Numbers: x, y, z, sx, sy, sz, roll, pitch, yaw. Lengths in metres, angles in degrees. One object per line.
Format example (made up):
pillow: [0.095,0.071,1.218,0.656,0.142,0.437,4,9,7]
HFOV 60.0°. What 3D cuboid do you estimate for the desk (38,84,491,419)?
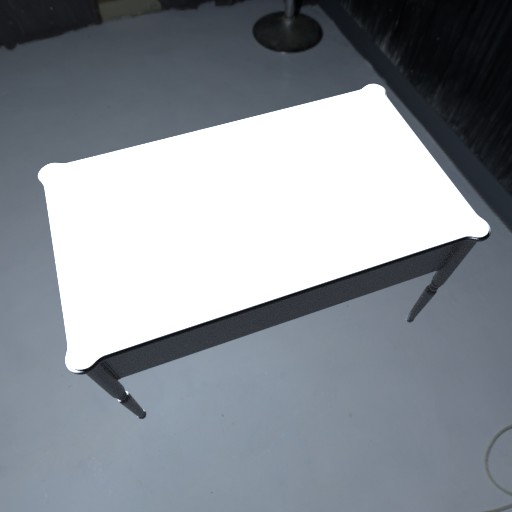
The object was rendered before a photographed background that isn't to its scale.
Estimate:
desk: [0.000,0.000,1.831,1.380,0.762,0.807,-17,60,-10]
